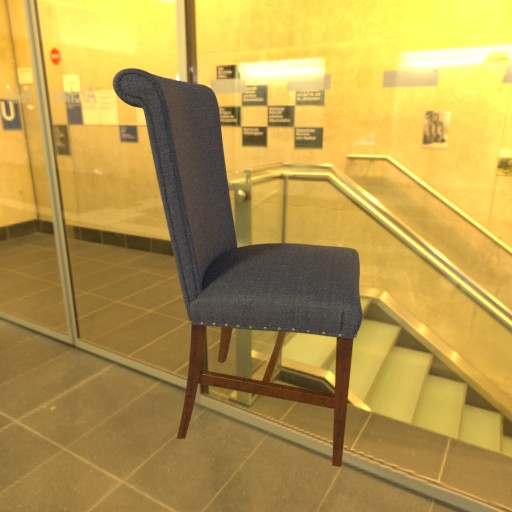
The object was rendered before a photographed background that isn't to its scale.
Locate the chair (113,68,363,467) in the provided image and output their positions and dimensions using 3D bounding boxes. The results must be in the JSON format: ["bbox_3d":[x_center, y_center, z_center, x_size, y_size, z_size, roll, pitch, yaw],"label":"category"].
[{"bbox_3d":[0.000,0.000,1.306,0.608,0.988,0.513,3,17,11],"label":"chair"}]
